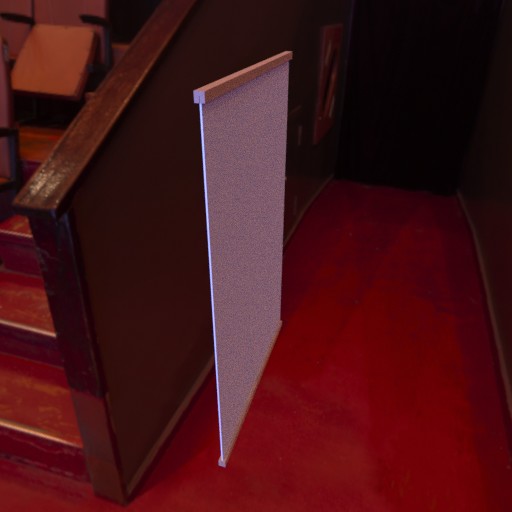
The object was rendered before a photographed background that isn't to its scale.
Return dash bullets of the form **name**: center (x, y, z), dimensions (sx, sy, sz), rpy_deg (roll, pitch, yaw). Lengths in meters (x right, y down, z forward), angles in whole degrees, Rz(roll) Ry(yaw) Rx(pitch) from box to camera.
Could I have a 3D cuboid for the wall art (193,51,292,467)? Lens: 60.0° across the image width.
- **wall art**: center (0.000, 0.000, 1.913), dimensions (0.030, 1.519, 0.990), rpy_deg (9, 31, 15)
